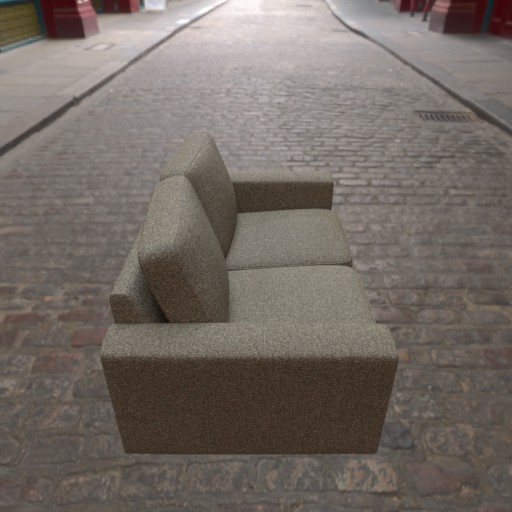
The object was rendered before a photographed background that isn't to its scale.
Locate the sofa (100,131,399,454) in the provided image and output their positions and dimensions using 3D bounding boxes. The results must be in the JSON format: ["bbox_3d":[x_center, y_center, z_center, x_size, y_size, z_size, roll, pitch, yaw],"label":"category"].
[{"bbox_3d":[0.000,0.000,2.171,1.016,0.873,1.616,0,32,0],"label":"sofa"}]
